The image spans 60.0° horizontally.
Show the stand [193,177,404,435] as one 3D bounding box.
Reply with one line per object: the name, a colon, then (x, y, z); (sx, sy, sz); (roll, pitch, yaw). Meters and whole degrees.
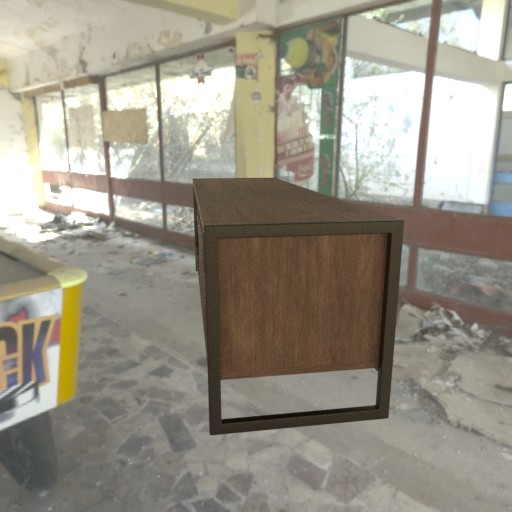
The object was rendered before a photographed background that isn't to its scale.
stand: (0.000, 0.000, 1.738); (0.454, 0.506, 1.480); (-2, 14, -9)
